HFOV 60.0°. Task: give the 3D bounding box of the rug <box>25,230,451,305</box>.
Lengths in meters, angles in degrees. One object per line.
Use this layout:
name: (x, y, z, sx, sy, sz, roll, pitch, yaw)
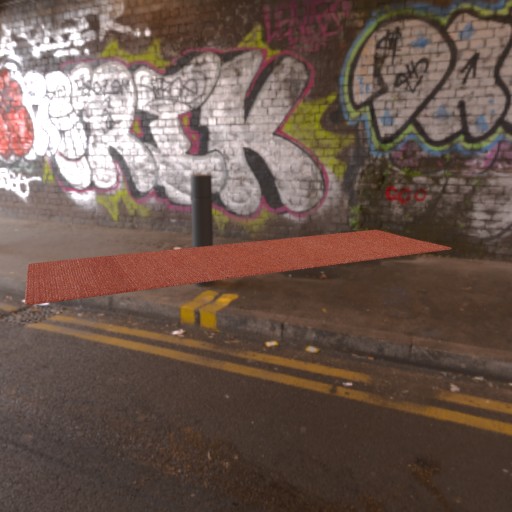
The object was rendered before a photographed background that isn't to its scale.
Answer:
rug: (0.000, 0.000, 2.495, 2.307, 0.012, 0.687, -6, 15, -25)
